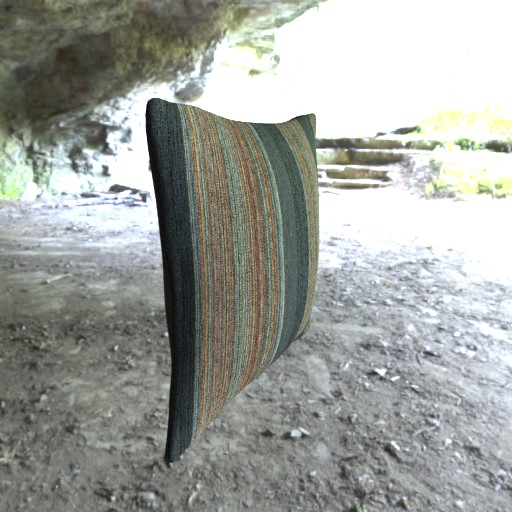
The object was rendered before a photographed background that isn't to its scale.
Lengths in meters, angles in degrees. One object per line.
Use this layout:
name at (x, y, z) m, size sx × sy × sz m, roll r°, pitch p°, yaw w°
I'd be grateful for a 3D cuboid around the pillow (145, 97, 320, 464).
pillow at (0.000, 0.000, 0.655) m, size 0.136 × 0.419 × 0.437 m, roll 8°, pitch 18°, yaw 28°
